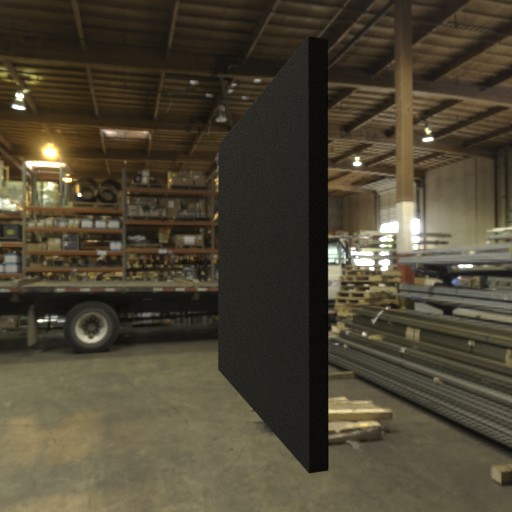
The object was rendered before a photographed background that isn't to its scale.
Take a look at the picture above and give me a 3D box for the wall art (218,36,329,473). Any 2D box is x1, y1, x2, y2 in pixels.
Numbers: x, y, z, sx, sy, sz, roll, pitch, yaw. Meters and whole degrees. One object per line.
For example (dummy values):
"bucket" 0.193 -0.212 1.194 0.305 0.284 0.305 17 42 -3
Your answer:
"wall art" 0.000 0.000 1.142 0.038 0.762 0.762 0 -1 -17
